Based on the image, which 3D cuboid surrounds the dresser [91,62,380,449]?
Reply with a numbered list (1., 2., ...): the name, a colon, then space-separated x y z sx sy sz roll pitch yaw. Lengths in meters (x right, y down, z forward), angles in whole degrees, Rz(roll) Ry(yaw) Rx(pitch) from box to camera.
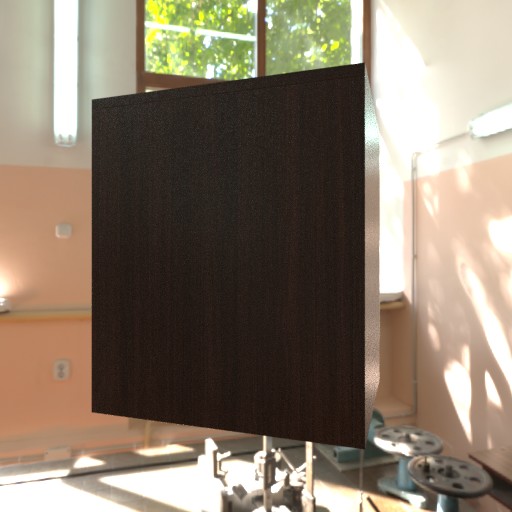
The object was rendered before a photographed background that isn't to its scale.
1. dresser: 0.000 0.000 0.772 0.400 0.470 0.360 0 0 19
